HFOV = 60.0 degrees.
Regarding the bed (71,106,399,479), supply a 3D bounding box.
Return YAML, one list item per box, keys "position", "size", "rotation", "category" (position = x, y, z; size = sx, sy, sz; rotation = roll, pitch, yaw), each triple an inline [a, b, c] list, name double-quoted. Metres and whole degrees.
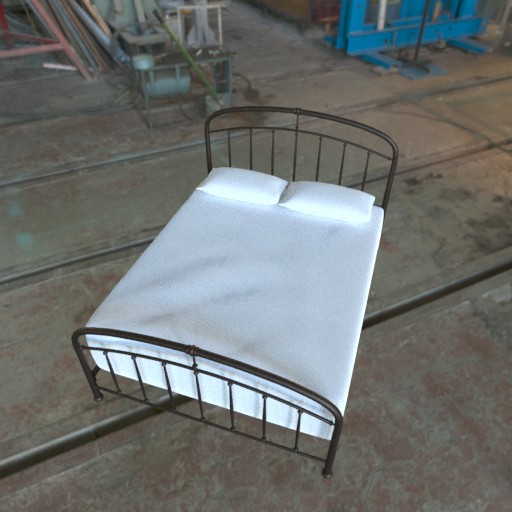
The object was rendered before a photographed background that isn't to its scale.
- position: [0.000, 0.000, 3.260]
  size: [1.711, 1.425, 2.180]
  rotation: [12, 42, 14]
  category: "bed"
